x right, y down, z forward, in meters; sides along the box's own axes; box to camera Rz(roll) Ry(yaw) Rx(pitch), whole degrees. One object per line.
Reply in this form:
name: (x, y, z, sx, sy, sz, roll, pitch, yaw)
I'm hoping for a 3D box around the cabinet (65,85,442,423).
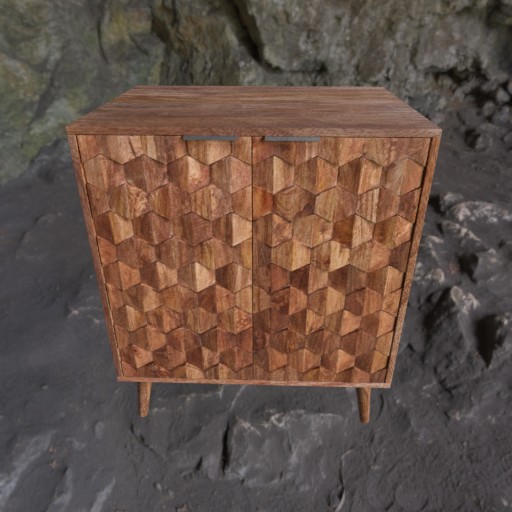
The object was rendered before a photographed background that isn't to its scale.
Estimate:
cabinet: (0.000, 0.000, 1.143, 0.647, 0.758, 0.473, 1, 29, 2)
